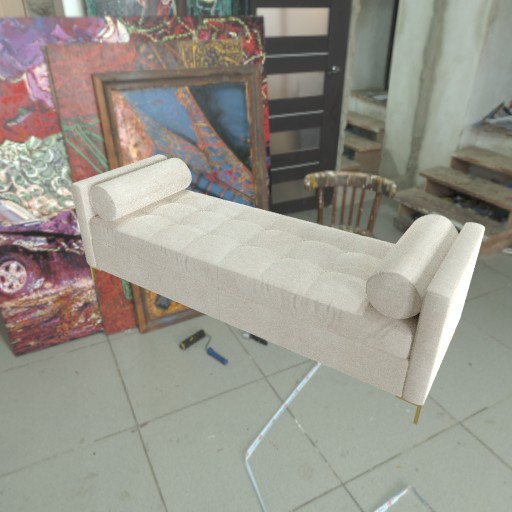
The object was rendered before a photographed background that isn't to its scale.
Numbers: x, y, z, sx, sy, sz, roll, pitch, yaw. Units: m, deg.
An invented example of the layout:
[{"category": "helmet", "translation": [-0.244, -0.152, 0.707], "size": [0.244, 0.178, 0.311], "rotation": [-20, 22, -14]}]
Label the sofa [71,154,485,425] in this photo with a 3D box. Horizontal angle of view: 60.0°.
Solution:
[{"category": "sofa", "translation": [0.000, 0.000, 2.323], "size": [1.981, 0.635, 0.686], "rotation": [18, 34, 29]}]
